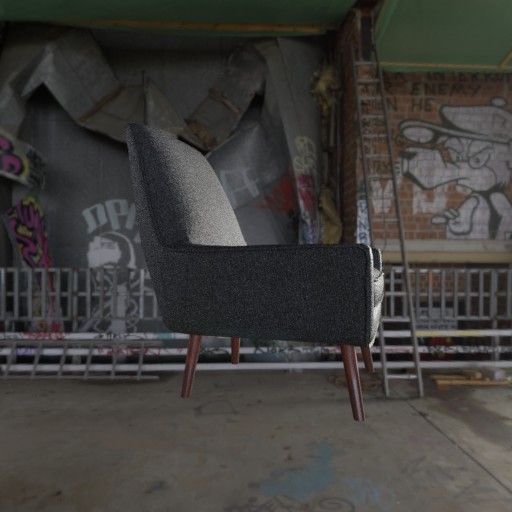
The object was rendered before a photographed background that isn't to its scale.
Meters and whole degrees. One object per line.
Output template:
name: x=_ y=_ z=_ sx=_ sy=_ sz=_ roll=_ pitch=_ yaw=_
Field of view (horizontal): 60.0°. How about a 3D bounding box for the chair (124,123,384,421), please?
chair: x=0.000 y=0.000 z=1.554 sx=0.859 sy=0.883 sz=0.763 roll=0 pitch=0 yaw=18
